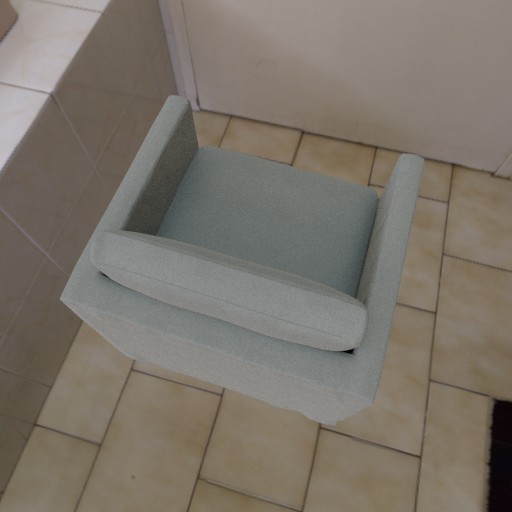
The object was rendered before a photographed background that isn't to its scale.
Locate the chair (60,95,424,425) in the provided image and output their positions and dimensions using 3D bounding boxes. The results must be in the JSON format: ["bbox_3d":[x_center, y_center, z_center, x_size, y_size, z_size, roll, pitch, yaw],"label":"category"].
[{"bbox_3d":[0.000,0.000,1.759,1.057,0.863,0.949,16,66,8],"label":"chair"}]
